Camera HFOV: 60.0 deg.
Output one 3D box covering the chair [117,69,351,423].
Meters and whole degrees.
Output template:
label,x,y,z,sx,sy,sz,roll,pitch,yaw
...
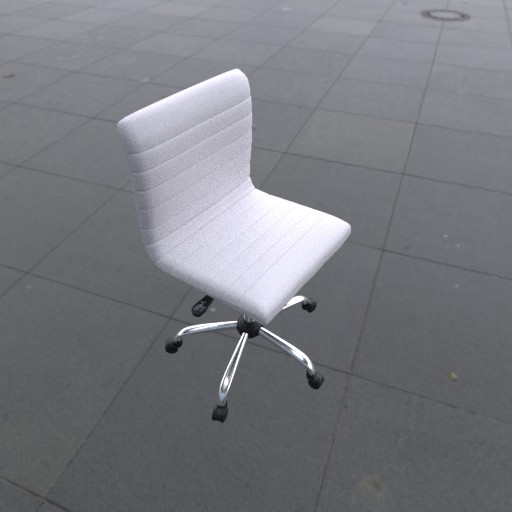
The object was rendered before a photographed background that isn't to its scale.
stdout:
label,x,y,z,sx,sy,sz,roll,pitch,yaw
chair,0.000,0.000,1.097,0.455,0.750,0.520,26,47,27
